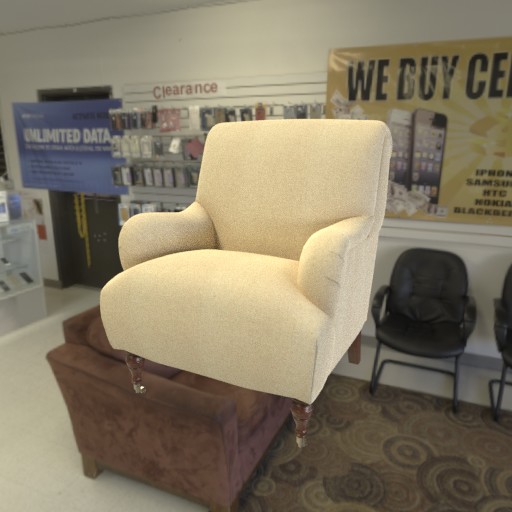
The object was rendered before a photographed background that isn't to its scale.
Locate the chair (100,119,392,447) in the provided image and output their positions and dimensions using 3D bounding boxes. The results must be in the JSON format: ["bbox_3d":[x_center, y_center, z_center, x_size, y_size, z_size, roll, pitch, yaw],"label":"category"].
[{"bbox_3d":[0.000,0.000,1.567,0.766,0.944,0.842,8,17,26],"label":"chair"}]
